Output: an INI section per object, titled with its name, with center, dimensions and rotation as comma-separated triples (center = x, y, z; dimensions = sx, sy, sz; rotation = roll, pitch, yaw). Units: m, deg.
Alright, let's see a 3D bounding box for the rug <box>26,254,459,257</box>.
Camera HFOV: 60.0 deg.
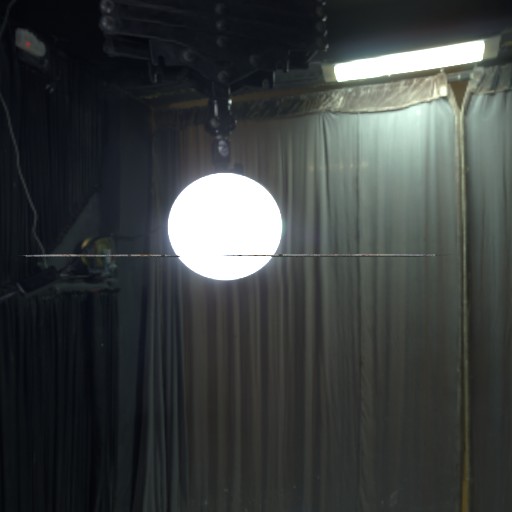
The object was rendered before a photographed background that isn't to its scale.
[rug]
center = 0.000, 0.000, 3.914
dimensions = 3.000, 0.012, 2.371
rotation = 0, 0, 18
